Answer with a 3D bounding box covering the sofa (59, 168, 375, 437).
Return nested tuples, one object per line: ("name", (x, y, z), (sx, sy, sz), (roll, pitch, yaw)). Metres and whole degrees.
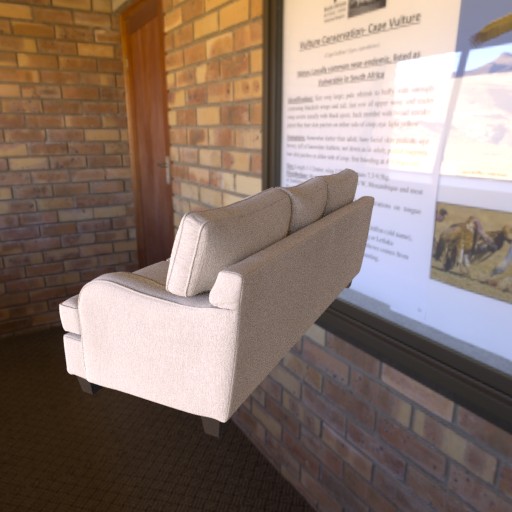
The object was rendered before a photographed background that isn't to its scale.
("sofa", (0.000, 0.000, 2.878), (1.016, 0.991, 2.323), (8, 17, 25))
